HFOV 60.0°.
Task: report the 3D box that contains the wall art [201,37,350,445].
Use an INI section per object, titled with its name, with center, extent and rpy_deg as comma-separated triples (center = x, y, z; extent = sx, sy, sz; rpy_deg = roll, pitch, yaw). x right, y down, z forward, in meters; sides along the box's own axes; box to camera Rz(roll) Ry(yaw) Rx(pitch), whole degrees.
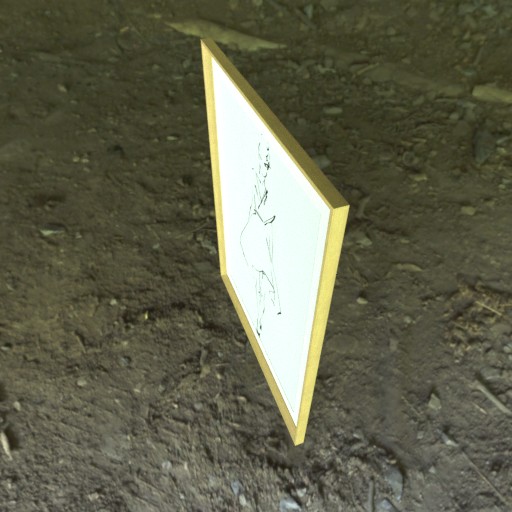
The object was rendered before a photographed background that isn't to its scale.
[wall art]
center = 0.000, 0.000, 1.354
extent = 0.030, 1.002, 0.798
rpy_deg = -15, 48, -14
